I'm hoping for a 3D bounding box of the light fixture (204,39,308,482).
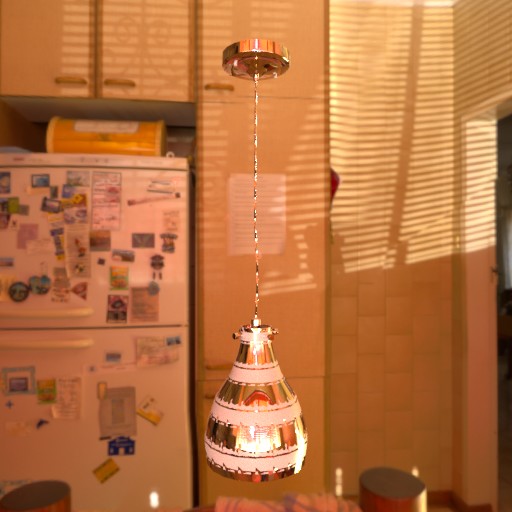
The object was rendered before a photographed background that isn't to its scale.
[{"bbox_3d":[0.000,0.000,1.609,0.374,1.457,0.374,1,-1,-36],"label":"light fixture"}]
